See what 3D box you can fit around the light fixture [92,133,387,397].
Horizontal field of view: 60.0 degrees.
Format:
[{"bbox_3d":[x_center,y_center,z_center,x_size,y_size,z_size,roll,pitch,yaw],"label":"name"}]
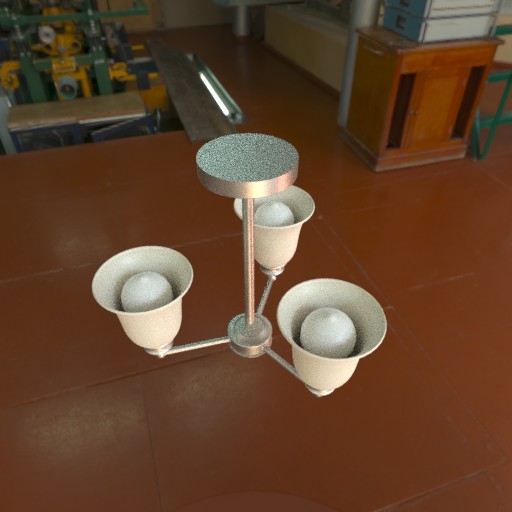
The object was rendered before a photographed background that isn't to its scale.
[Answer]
[{"bbox_3d":[0.000,0.000,0.667,0.388,0.370,0.354,10,41,12],"label":"light fixture"}]
